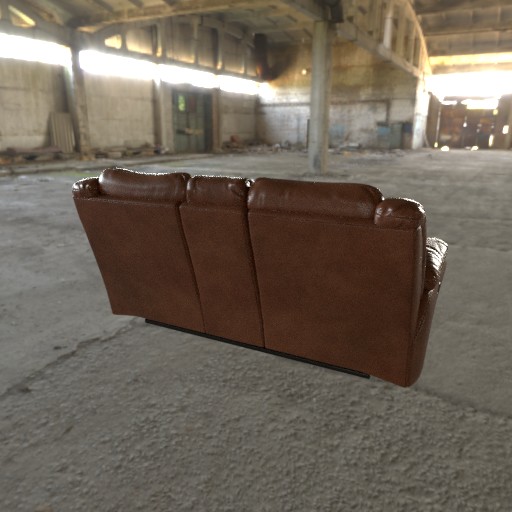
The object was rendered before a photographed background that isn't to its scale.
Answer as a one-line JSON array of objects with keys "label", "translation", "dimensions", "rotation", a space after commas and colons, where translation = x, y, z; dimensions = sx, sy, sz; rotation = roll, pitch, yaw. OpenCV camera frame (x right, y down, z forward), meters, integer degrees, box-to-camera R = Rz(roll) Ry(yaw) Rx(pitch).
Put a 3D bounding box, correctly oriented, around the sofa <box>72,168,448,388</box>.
[{"label": "sofa", "translation": [0.000, 0.000, 2.666], "dimensions": [2.058, 1.043, 0.991], "rotation": [8, 18, 27]}]
